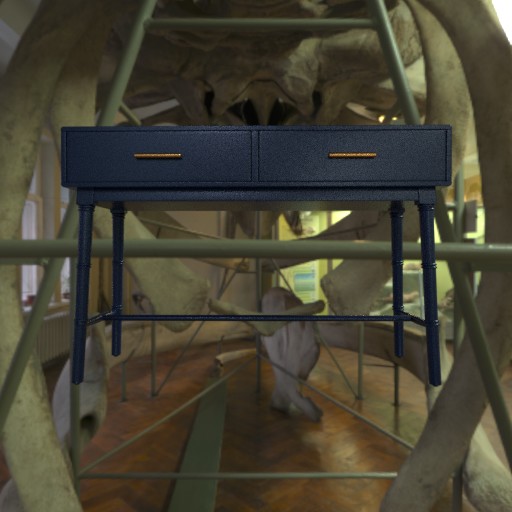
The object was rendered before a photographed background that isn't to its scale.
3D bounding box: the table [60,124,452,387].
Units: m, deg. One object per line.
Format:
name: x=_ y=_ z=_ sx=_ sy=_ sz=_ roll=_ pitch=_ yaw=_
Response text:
table: x=0.000 y=0.000 z=1.449 sx=1.118 sy=0.749 sz=0.399 roll=0 pitch=1 yaw=1
